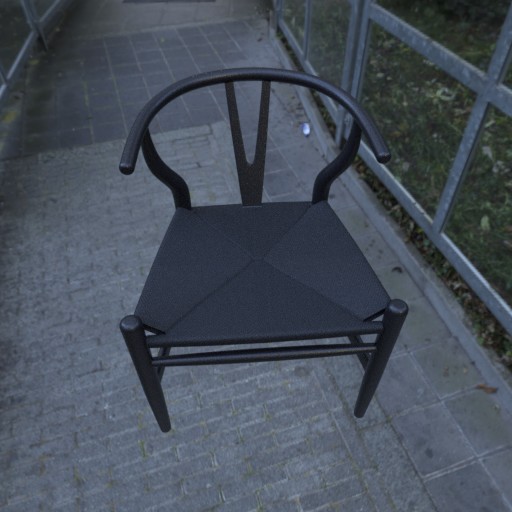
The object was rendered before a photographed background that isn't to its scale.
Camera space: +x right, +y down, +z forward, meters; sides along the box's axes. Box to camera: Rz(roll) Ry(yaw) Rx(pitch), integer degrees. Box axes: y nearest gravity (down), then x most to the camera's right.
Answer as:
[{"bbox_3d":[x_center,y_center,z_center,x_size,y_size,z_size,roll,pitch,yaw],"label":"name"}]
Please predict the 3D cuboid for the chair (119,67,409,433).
[{"bbox_3d":[0.000,0.000,1.131,0.569,0.730,0.579,-3,46,-3],"label":"chair"}]
